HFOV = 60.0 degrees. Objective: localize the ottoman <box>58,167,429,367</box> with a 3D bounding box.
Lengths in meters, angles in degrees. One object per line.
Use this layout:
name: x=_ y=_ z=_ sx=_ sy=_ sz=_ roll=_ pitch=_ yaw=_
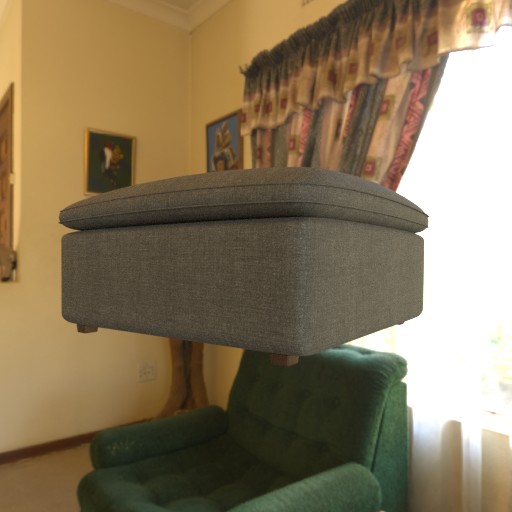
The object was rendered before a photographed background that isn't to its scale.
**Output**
ottoman: x=0.000 y=0.000 z=1.730 sx=1.067 sy=0.559 sz=1.067 roll=0 pitch=-1 yaw=36
